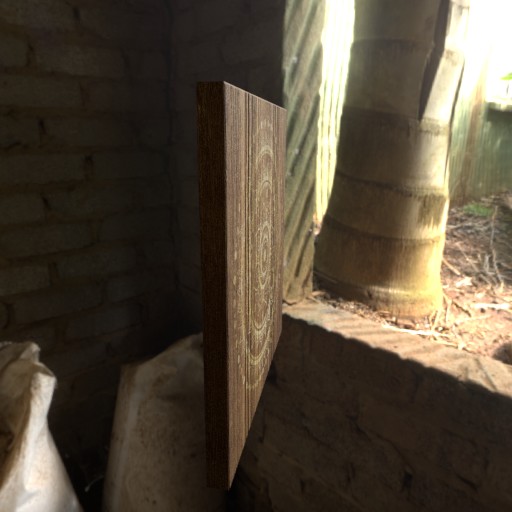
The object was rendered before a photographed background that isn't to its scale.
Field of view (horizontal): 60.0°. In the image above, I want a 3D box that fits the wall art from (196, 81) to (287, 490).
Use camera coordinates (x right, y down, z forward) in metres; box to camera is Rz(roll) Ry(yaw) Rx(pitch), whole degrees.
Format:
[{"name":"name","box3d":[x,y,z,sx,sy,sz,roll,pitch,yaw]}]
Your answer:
[{"name":"wall art","box3d":[0.000,0.000,0.909,0.042,0.608,0.611,3,16,10]}]
